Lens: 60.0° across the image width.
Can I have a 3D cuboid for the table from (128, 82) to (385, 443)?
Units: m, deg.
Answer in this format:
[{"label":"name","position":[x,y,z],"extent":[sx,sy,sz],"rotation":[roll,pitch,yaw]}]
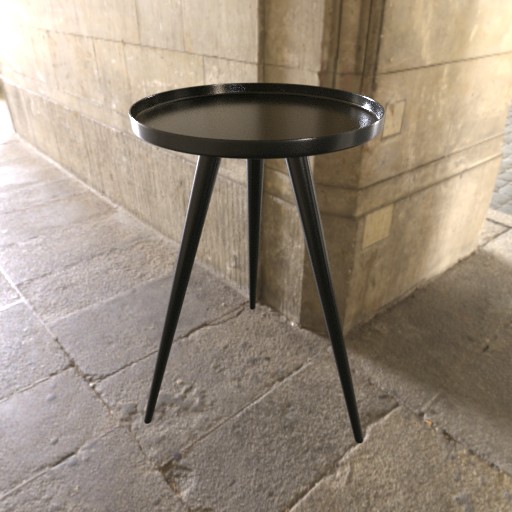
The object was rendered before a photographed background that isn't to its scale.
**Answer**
[{"label":"table","position":[0.000,0.000,0.815],"extent":[0.403,0.548,0.415],"rotation":[1,31,2]}]
